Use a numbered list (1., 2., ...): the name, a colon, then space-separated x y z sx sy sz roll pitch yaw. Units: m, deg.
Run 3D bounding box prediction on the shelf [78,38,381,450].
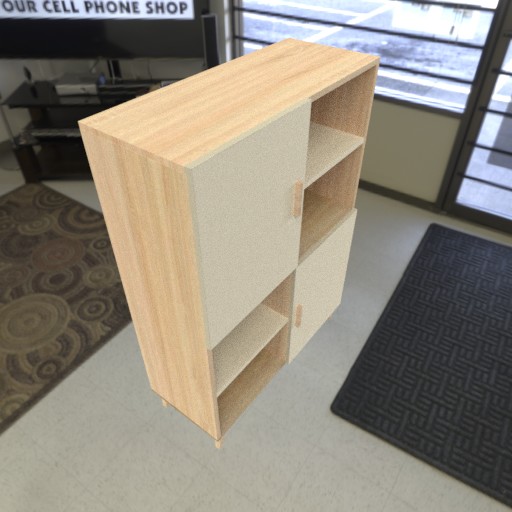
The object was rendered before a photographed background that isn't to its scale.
1. shelf: 0.000 0.000 1.835 0.434 1.405 0.995 27 47 27
